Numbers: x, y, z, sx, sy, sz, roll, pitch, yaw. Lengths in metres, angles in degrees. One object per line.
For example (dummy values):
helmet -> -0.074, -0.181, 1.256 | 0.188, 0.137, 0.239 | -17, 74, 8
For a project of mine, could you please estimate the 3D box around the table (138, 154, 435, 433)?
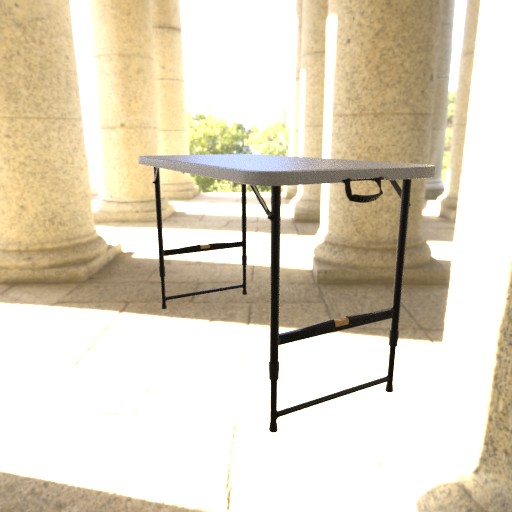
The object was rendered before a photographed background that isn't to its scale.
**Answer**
table -> 0.000, 0.000, 1.731 | 0.611, 0.737, 1.245 | -8, 16, -27
